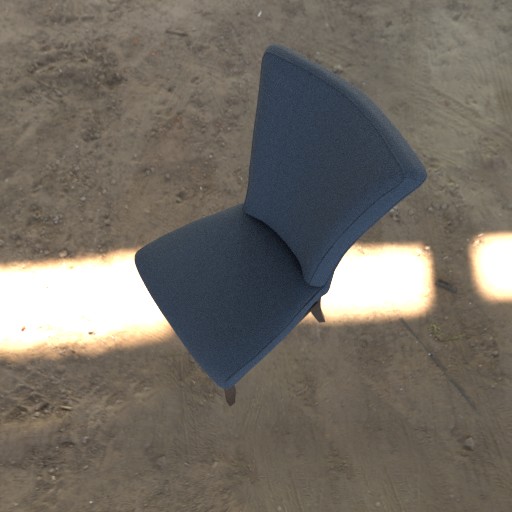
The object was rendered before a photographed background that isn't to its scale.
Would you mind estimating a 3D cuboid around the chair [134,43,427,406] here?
[{"bbox_3d":[0.000,0.000,1.381,0.660,0.991,0.520,-34,68,-16],"label":"chair"}]
